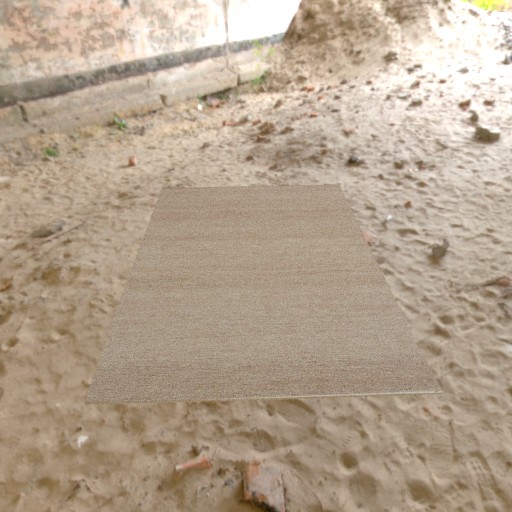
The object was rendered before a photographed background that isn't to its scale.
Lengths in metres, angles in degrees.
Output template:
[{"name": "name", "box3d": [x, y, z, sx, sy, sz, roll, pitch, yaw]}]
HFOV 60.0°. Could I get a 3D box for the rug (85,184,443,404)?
[{"name": "rug", "box3d": [0.000, 0.000, 2.920, 1.574, 0.029, 2.346, -1, 32, -2]}]
